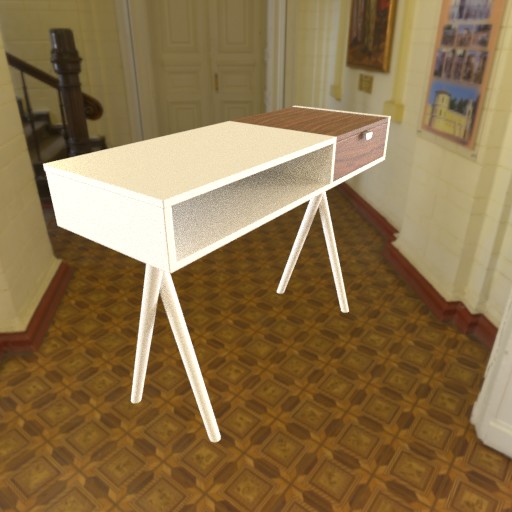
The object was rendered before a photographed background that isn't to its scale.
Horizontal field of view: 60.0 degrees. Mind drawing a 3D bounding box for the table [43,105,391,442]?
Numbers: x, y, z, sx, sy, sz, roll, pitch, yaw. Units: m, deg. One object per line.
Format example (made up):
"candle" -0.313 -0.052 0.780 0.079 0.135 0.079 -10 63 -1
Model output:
"table" 0.000 0.000 1.461 0.418 0.785 1.066 19 33 32
